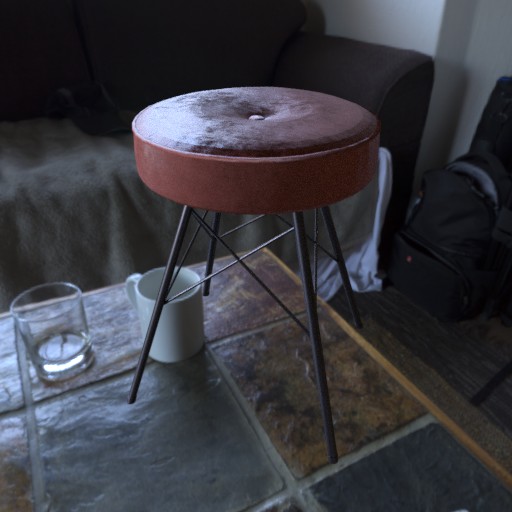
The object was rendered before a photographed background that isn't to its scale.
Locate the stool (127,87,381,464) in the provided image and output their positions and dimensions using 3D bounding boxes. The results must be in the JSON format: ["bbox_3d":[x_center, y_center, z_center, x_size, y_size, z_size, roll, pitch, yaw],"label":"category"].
[{"bbox_3d":[0.000,0.000,0.898,0.457,0.593,0.421,10,34,15],"label":"stool"}]
